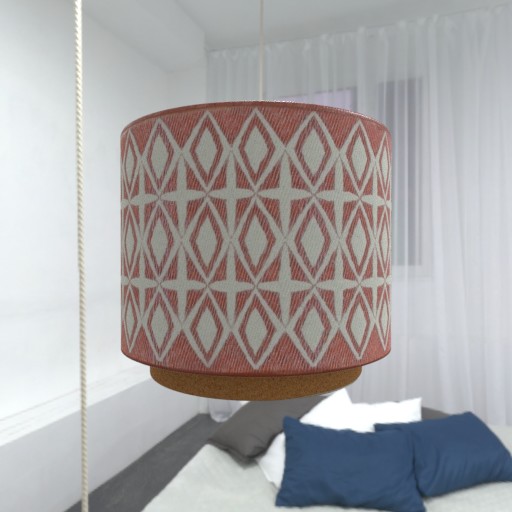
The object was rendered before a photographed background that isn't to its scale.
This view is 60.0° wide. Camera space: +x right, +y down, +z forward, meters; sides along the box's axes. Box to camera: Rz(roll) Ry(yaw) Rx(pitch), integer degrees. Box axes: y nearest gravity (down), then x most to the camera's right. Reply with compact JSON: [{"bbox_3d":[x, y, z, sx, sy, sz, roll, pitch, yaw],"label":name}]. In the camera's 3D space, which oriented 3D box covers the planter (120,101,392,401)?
[{"bbox_3d":[0.000,0.000,0.468,0.273,0.237,0.273,0,0,0],"label":"planter"}]
